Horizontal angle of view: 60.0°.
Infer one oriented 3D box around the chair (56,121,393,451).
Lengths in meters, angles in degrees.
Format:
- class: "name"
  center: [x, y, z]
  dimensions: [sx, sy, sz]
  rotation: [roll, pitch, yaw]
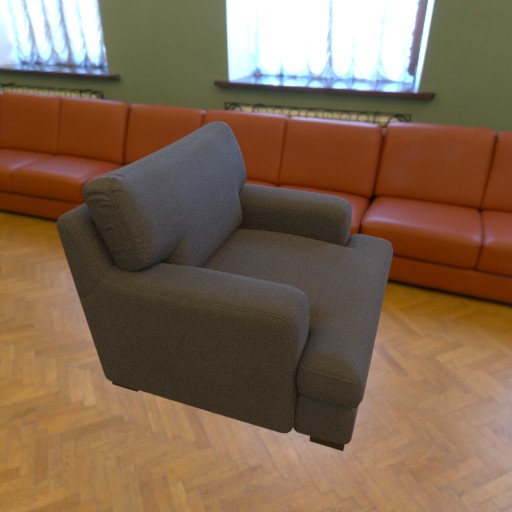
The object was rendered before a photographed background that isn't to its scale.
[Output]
- class: "chair"
  center: [0.000, 0.000, 1.994]
  dimensions: [1.143, 0.940, 1.168]
  rotation: [10, 31, 18]
